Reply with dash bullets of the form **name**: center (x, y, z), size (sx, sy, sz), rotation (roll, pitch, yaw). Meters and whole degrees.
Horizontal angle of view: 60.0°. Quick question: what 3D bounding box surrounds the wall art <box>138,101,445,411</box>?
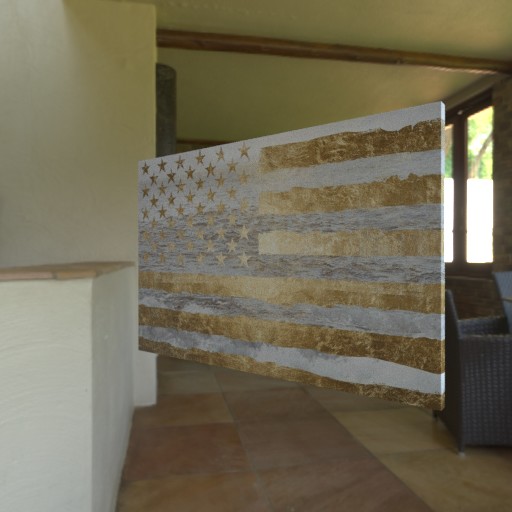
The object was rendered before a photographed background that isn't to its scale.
- **wall art**: center (0.000, 0.000, 1.163), size (0.932, 0.610, 0.027), rotation (0, 0, 37)
